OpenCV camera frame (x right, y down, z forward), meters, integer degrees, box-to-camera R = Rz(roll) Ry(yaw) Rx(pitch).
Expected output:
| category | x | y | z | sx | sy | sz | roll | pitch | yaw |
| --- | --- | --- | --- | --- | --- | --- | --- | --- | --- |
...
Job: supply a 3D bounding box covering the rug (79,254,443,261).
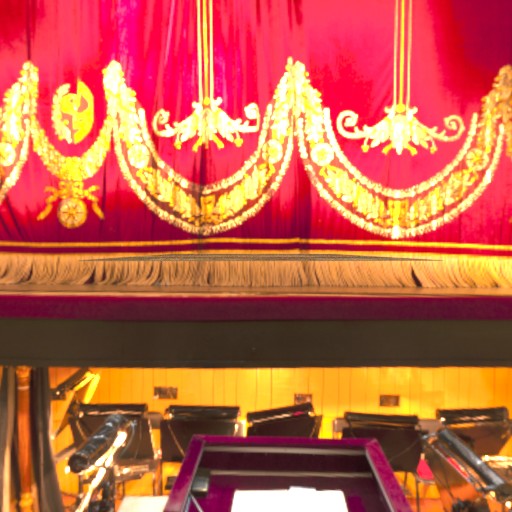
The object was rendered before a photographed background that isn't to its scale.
| category | x | y | z | sx | sy | sz | roll | pitch | yaw |
| --- | --- | --- | --- | --- | --- | --- | --- | --- | --- |
| rug | 0.000 | 0.000 | 3.017 | 1.566 | 0.004 | 2.363 | 0 | 1 | 0 |
